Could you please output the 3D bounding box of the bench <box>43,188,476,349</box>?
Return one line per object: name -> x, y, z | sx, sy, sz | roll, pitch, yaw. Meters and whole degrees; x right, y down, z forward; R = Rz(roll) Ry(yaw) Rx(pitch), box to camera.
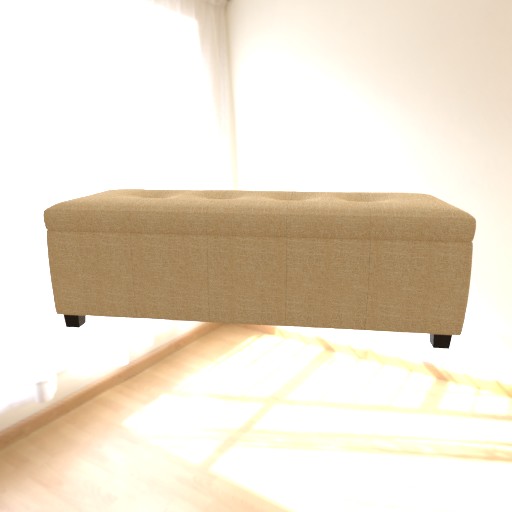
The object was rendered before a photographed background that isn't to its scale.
bench -> 0.000, 0.000, 1.466 | 1.219, 0.406, 0.432 | 2, 15, 7
